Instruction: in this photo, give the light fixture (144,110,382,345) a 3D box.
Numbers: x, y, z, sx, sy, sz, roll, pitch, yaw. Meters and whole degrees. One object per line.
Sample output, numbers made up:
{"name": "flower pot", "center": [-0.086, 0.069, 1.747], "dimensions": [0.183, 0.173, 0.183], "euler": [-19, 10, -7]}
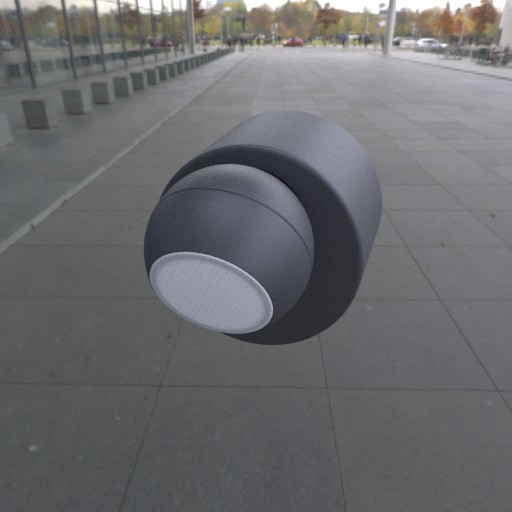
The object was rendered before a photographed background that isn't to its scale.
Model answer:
{"name": "light fixture", "center": [0.000, 0.000, 0.260], "dimensions": [0.134, 0.143, 0.160], "euler": [8, 27, 15]}
